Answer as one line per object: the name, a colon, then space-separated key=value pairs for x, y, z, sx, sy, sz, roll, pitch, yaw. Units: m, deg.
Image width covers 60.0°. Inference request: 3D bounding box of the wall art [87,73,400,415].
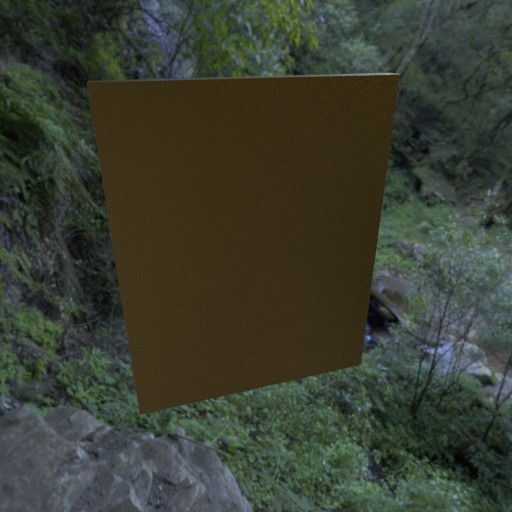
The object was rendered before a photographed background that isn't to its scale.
wall art: x=0.000 y=0.000 z=1.015 sx=0.610 sy=0.762 sz=0.038 roll=-8 pitch=28 yaw=-16
